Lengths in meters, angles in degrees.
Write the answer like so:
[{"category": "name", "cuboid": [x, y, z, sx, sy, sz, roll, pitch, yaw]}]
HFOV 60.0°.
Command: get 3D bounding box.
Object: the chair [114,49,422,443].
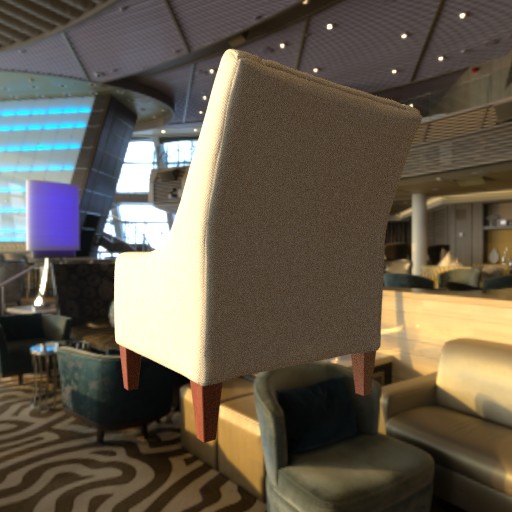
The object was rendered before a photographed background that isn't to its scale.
[{"category": "chair", "cuboid": [0.000, 0.000, 1.602, 0.774, 1.014, 0.870, 0, 1, -37]}]
